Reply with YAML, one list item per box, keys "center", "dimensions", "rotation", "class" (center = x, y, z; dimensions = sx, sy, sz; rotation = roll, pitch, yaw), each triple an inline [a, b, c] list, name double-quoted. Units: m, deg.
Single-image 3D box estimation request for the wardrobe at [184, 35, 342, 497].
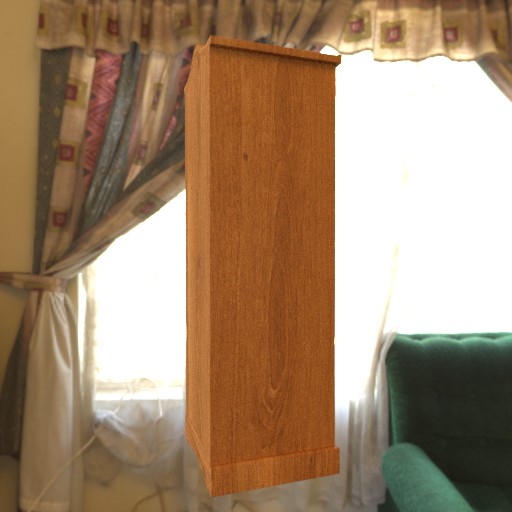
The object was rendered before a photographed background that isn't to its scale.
- center: [0.000, 0.000, 2.081]
  dimensions: [0.570, 1.870, 0.590]
  rotation: [0, 1, -19]
  class: "wardrobe"
